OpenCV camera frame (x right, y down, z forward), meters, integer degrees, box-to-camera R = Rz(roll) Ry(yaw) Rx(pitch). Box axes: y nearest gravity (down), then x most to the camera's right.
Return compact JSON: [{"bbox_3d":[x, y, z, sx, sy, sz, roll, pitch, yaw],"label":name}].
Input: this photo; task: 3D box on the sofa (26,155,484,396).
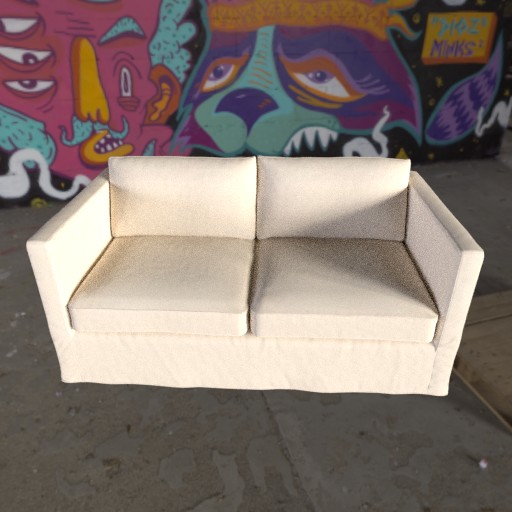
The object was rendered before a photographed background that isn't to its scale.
[{"bbox_3d":[0.000,0.000,2.181,1.746,0.834,0.962,1,29,2],"label":"sofa"}]
